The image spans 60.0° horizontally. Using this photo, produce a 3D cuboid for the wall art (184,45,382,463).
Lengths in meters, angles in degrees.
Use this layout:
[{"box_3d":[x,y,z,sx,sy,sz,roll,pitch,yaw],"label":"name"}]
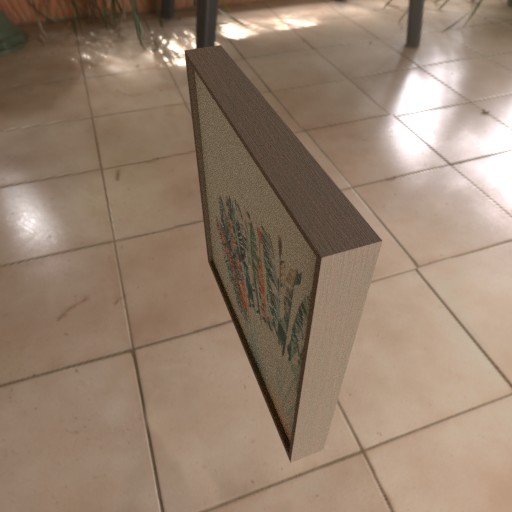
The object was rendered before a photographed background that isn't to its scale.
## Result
[{"box_3d":[0.000,0.000,0.452,0.038,0.303,0.304,-15,48,-14],"label":"wall art"}]
